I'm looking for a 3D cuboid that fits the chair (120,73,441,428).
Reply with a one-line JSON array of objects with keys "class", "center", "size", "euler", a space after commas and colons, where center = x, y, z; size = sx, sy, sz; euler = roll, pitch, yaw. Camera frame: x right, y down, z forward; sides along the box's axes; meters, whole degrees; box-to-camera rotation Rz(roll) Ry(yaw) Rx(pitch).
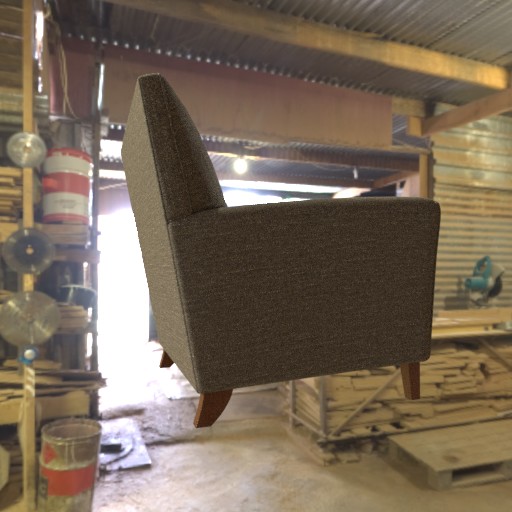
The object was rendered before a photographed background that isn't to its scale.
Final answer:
[{"class": "chair", "center": [0.000, 0.000, 1.557], "size": [0.875, 0.885, 0.838], "euler": [0, 0, -20]}]
